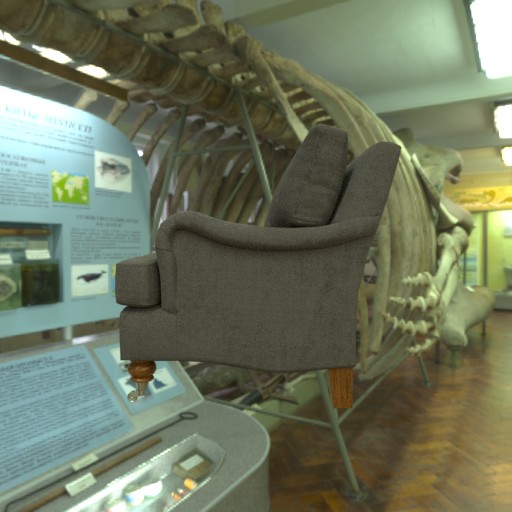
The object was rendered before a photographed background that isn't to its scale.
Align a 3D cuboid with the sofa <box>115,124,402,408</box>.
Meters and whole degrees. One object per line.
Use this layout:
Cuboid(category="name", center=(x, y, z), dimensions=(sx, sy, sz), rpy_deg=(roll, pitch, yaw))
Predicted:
Cuboid(category="sofa", center=(0.000, 0.000, 2.674), dimensions=(1.086, 1.087, 2.165), rpy_deg=(0, 2, 0))
